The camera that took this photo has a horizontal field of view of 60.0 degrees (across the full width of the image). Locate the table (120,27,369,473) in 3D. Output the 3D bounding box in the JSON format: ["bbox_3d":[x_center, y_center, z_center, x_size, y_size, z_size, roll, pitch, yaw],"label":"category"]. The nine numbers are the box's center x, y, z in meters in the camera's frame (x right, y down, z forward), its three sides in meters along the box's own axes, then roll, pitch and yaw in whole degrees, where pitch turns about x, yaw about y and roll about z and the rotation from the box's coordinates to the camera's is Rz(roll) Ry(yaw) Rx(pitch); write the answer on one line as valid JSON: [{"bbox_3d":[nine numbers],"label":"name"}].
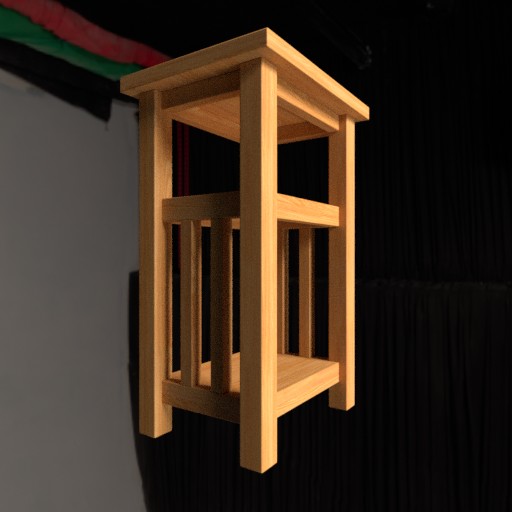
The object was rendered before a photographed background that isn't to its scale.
[{"bbox_3d":[0.000,0.000,0.752,0.270,0.550,0.350,0,0,34],"label":"table"}]
